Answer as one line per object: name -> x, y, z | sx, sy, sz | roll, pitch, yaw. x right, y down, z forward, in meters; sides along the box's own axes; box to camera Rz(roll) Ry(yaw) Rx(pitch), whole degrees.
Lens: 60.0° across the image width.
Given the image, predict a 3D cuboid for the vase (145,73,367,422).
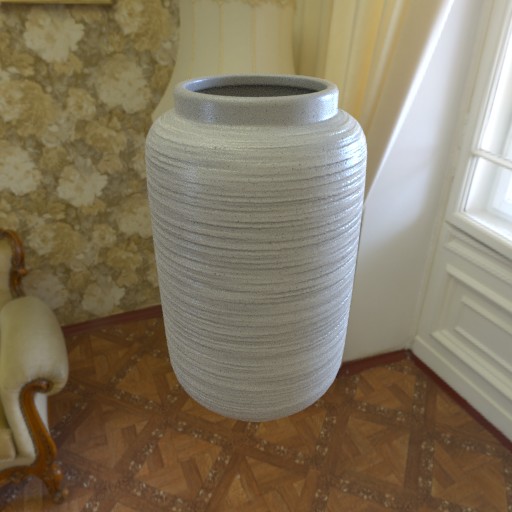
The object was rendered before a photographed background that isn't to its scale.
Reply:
vase -> 0.000, 0.000, 0.458 | 0.202, 0.335, 0.202 | 0, 29, 0
